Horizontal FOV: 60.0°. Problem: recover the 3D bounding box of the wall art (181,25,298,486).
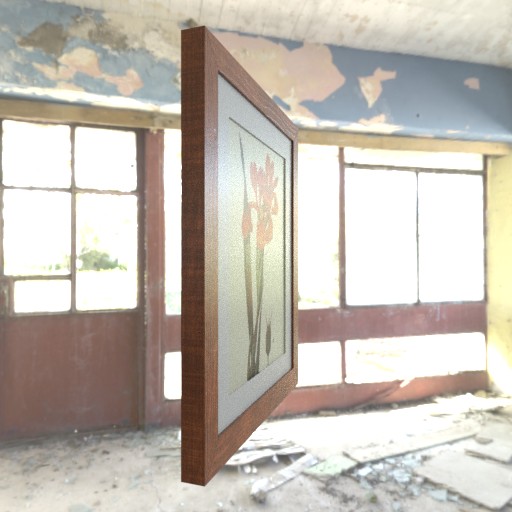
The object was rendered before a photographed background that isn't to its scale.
[{"bbox_3d":[0.000,0.000,0.770,0.033,0.567,0.467,0,0,20],"label":"wall art"}]
